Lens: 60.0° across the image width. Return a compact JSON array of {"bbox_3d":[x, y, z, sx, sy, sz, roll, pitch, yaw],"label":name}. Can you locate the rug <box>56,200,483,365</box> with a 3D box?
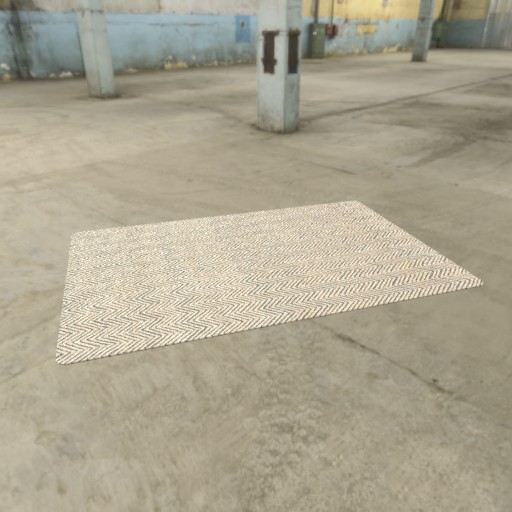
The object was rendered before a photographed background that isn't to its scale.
[{"bbox_3d":[0.000,0.000,2.180,1.752,0.008,1.144,-8,28,-16],"label":"rug"}]
